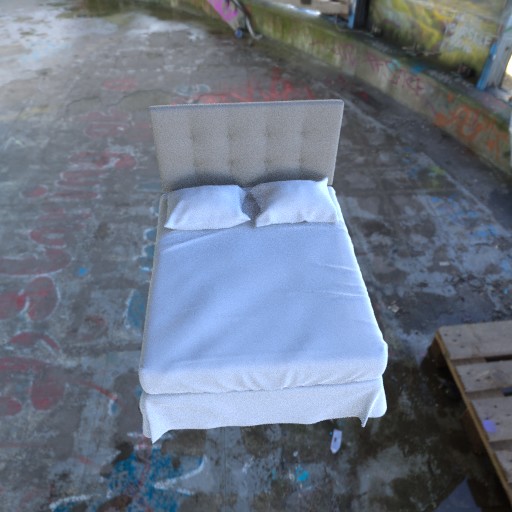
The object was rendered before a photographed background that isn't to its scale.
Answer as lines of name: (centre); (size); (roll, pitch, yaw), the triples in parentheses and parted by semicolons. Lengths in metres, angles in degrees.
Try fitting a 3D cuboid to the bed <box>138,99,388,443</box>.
bed: (0.000, 0.000, 3.521); (1.936, 1.577, 2.222); (-3, 45, -3)
